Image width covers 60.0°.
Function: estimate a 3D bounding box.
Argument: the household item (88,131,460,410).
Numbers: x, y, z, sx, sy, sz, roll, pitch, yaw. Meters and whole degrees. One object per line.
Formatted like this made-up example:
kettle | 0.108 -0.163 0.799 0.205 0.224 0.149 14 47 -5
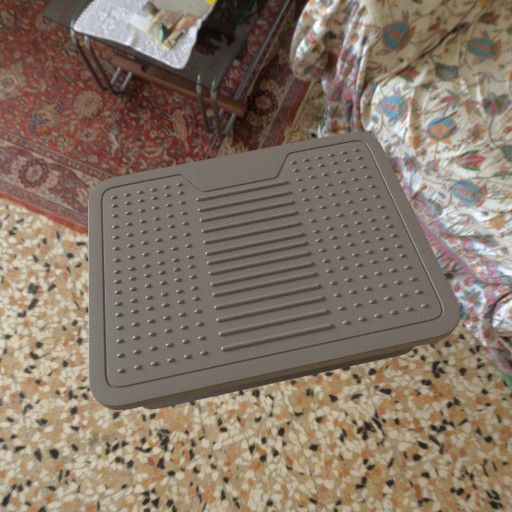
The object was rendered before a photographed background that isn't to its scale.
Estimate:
household item | 0.000 0.000 0.534 0.390 0.126 0.301 -12 76 -3
